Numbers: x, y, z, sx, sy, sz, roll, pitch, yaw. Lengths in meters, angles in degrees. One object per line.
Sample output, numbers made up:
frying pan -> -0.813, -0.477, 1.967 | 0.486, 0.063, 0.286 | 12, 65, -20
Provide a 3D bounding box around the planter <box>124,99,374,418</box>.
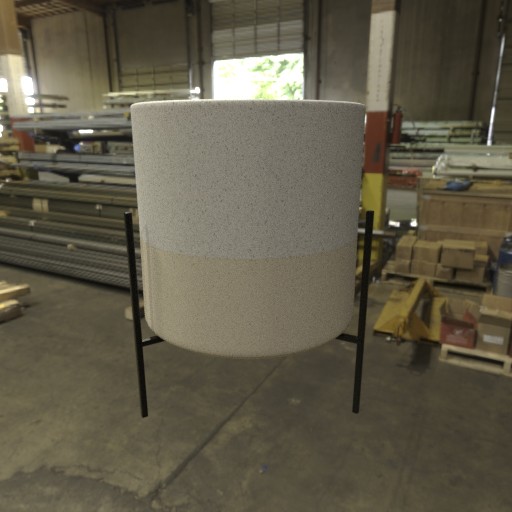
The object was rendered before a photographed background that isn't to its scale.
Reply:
planter -> 0.000, 0.000, 0.654 | 0.335, 0.423, 0.313 | 8, 18, 27
